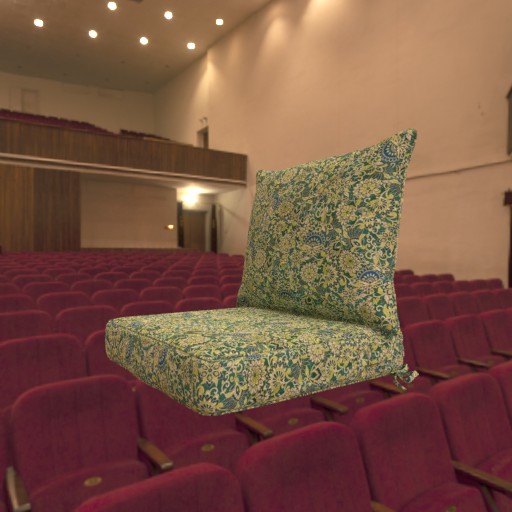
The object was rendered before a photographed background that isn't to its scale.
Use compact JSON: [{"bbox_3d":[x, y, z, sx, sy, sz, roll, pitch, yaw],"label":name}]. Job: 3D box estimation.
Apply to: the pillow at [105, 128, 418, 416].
[{"bbox_3d":[0.000,0.000,1.374,0.740,0.722,0.798,0,0,-36],"label":"pillow"}]
